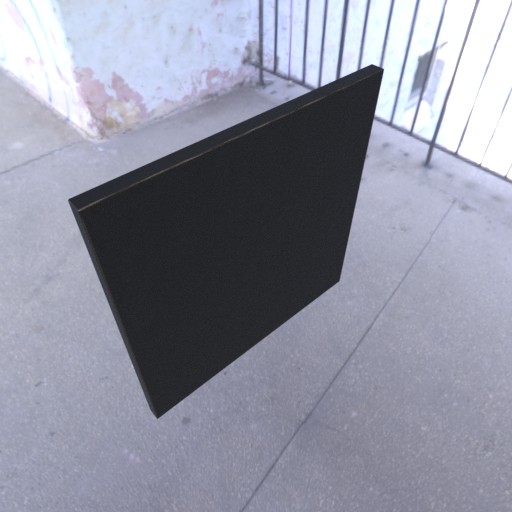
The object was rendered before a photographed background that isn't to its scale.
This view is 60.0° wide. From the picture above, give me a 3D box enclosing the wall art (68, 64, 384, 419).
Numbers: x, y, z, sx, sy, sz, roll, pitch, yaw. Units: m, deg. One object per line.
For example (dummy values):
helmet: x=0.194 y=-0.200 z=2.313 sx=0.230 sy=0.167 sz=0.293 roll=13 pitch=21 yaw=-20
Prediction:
wall art: x=0.000 y=0.000 z=0.455 sx=0.304 sy=0.303 sz=0.015 roll=-32 pitch=54 yaw=-27
